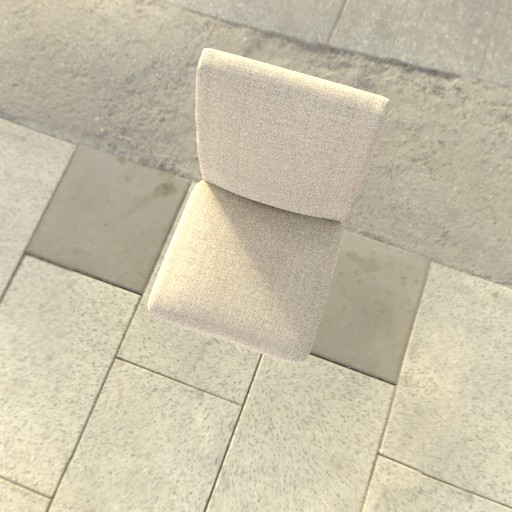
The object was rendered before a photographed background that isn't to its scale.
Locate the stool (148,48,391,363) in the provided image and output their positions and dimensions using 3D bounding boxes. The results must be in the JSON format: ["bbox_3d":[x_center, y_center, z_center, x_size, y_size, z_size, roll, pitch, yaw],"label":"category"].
[{"bbox_3d":[0.000,0.000,1.391,0.483,1.106,0.569,17,76,4],"label":"stool"}]
